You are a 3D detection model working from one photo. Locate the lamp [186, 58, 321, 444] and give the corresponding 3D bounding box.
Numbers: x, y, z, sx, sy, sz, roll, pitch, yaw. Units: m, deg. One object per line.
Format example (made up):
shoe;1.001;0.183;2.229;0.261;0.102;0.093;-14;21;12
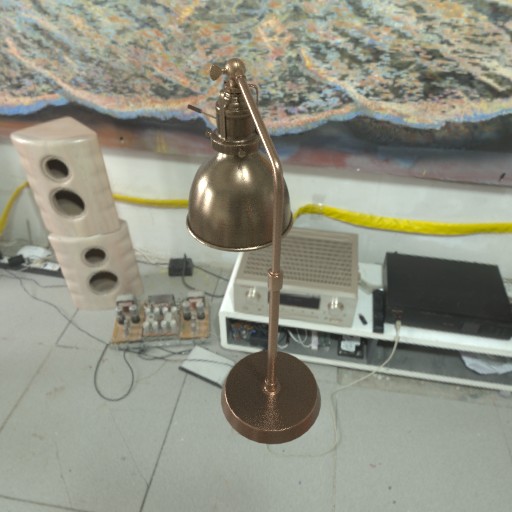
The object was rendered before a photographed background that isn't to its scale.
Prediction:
lamp;0.000;0.000;0.581;0.153;0.456;0.286;-13;42;-15
